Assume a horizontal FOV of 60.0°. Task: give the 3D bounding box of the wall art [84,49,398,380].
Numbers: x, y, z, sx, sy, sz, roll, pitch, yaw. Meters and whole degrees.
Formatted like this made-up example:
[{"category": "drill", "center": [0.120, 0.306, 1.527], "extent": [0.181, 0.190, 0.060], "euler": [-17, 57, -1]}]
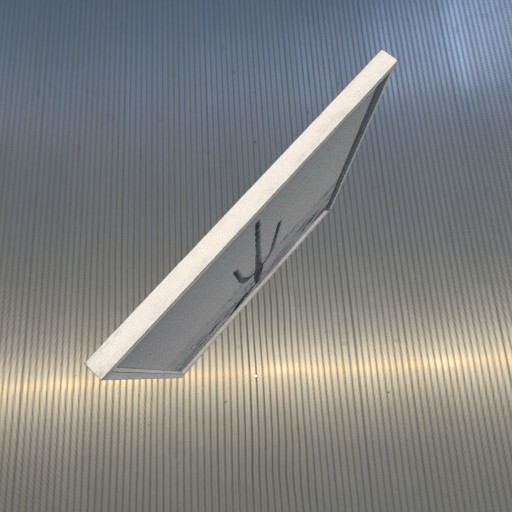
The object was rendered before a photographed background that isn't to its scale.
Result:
[{"category": "wall art", "center": [0.000, 0.000, 1.121], "extent": [0.038, 0.762, 0.762], "euler": [40, 78, 10]}]
